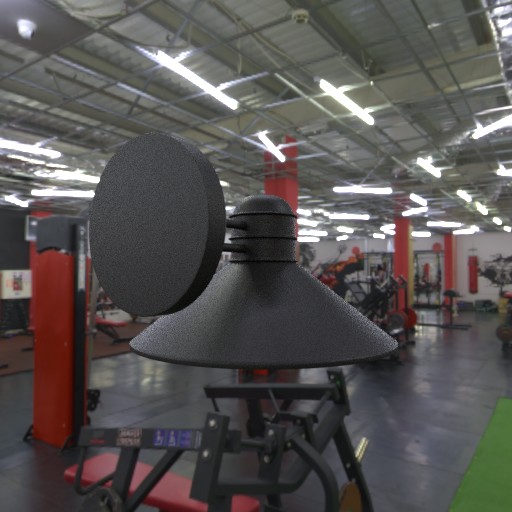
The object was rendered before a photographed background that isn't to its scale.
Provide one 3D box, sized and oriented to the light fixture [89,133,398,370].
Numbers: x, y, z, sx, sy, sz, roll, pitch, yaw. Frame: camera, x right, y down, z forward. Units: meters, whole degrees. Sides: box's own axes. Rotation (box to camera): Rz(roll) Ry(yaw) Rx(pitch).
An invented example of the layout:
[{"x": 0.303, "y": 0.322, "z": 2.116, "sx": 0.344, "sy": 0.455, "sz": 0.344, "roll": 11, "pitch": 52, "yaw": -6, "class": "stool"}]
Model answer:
[{"x": 0.000, "y": 0.000, "z": 0.674, "sx": 0.396, "sy": 0.265, "sz": 0.434, "roll": -2, "pitch": -3, "yaw": 37, "class": "light fixture"}]
